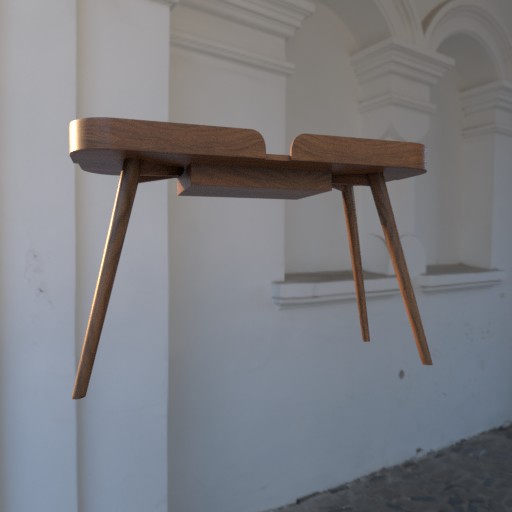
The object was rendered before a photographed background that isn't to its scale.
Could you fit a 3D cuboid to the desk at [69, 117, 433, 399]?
[{"bbox_3d":[0.000,0.000,1.646,1.256,0.800,0.486,0,1,-17],"label":"desk"}]
